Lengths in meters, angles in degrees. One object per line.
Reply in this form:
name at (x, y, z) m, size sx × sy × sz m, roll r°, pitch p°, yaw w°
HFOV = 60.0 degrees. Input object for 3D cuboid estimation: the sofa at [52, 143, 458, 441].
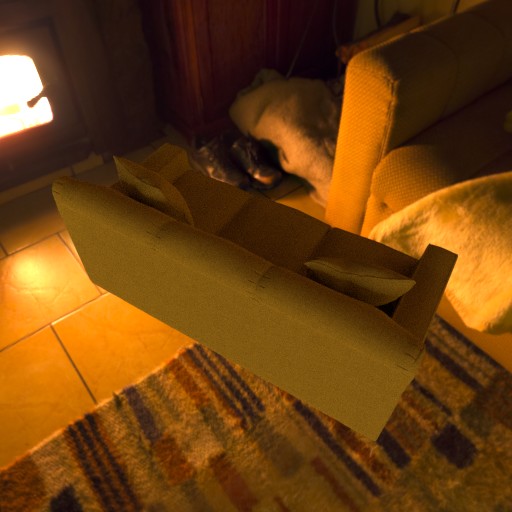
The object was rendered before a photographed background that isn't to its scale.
sofa at (0.000, 0.000, 2.592) m, size 2.024 × 0.958 × 0.997 m, roll 24°, pitch 53°, yaw 20°
